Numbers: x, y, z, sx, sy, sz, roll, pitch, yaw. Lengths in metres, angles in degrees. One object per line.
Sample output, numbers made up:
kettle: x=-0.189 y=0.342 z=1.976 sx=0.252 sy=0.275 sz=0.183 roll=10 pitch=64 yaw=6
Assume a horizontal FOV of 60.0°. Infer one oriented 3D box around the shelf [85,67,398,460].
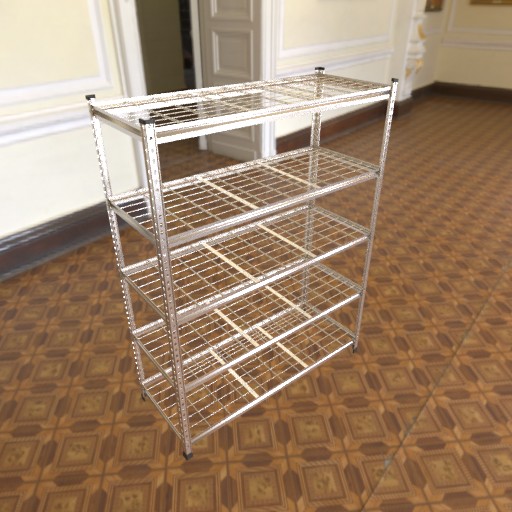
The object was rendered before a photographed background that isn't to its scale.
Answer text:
shelf: x=0.000 y=0.000 z=2.734 sx=1.524 sy=1.981 sz=0.610 roll=-22 pitch=37 yaw=-32
